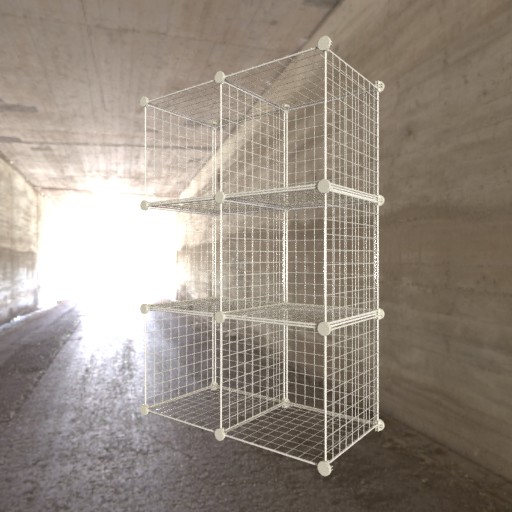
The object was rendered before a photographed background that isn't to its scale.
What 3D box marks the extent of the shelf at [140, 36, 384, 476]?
[{"bbox_3d":[0.000,0.000,1.421,0.711,1.067,0.356,0,0,37],"label":"shelf"}]
